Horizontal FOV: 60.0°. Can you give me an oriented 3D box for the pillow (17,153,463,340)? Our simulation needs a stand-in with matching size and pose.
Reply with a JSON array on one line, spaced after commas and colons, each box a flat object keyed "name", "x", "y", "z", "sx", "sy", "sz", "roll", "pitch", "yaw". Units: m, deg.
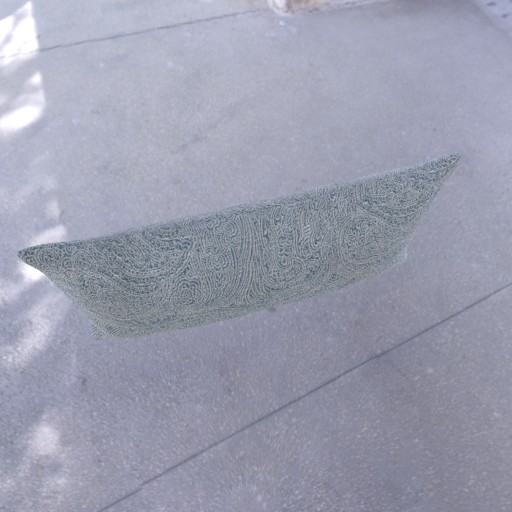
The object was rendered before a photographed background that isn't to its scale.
[{"name": "pillow", "x": 0.000, "y": 0.000, "z": 0.715, "sx": 0.615, "sy": 0.295, "sz": 0.151, "roll": -14, "pitch": 60, "yaw": -8}]
